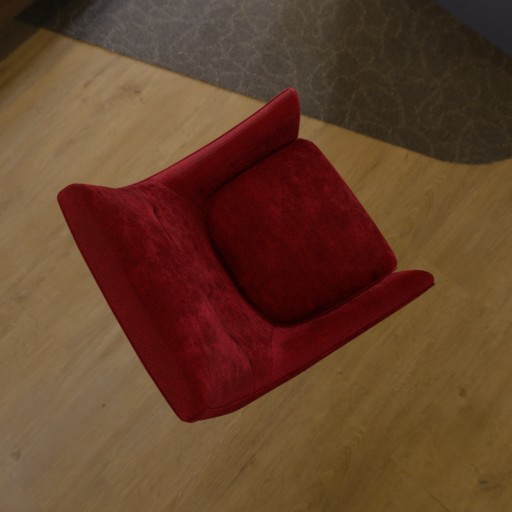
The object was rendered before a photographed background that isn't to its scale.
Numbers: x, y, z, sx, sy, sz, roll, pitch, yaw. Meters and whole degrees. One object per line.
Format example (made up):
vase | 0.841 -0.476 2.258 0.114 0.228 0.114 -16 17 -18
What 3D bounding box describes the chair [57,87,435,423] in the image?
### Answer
chair | 0.000 0.000 1.427 0.787 0.838 0.762 -32 79 -7
